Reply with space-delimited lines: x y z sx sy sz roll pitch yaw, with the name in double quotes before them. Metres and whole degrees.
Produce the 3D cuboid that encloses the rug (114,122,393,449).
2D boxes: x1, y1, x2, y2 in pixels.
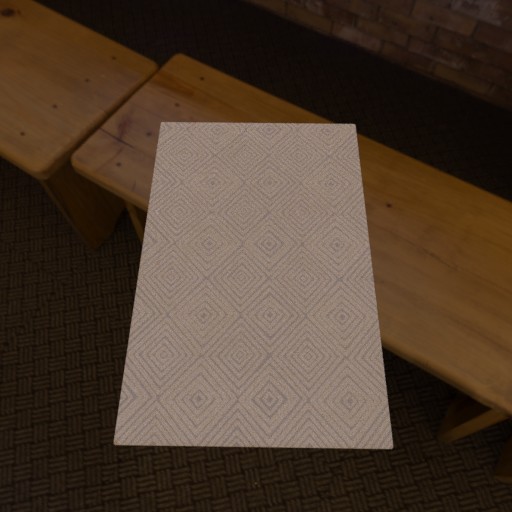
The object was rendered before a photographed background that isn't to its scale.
"rug" 0.000 0.000 2.211 1.143 0.008 1.753 1 63 0
